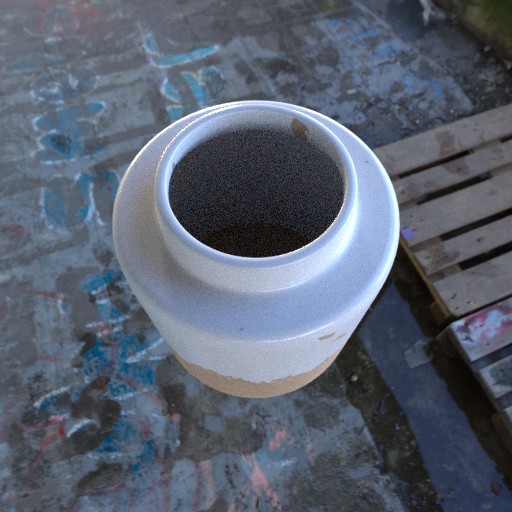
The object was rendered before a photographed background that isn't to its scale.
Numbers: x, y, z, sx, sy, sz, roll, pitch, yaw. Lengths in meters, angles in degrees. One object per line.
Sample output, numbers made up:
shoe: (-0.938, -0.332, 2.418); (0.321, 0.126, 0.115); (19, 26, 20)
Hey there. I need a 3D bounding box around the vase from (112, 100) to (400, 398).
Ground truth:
vase: (0.000, 0.000, 0.286); (0.153, 0.167, 0.153); (0, 63, 0)
